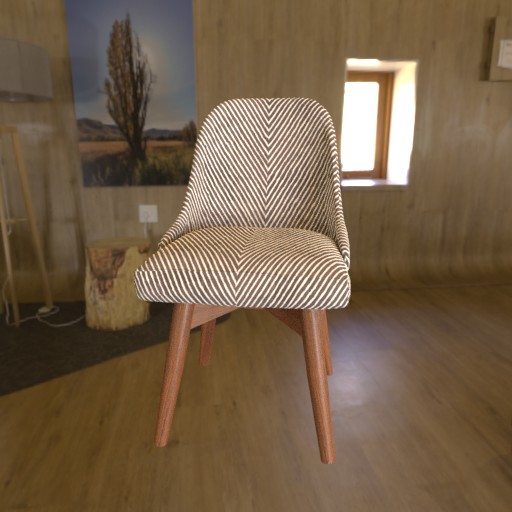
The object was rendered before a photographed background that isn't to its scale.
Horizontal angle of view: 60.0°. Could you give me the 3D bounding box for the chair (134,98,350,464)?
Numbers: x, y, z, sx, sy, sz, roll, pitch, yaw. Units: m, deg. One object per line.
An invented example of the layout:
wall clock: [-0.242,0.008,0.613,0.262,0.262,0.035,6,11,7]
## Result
chair: [0.000,0.000,1.232,0.504,0.883,0.591,2,14,8]
